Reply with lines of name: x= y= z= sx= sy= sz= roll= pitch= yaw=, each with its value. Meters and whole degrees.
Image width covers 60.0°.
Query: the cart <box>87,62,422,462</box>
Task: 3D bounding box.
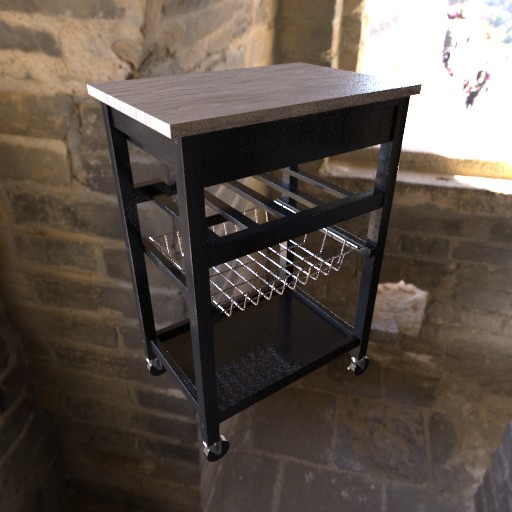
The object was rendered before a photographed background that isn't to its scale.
cart: x=0.000 y=0.000 z=1.141 sx=0.584 sy=0.839 sz=0.403 roll=-20 pitch=36 yaw=-29
